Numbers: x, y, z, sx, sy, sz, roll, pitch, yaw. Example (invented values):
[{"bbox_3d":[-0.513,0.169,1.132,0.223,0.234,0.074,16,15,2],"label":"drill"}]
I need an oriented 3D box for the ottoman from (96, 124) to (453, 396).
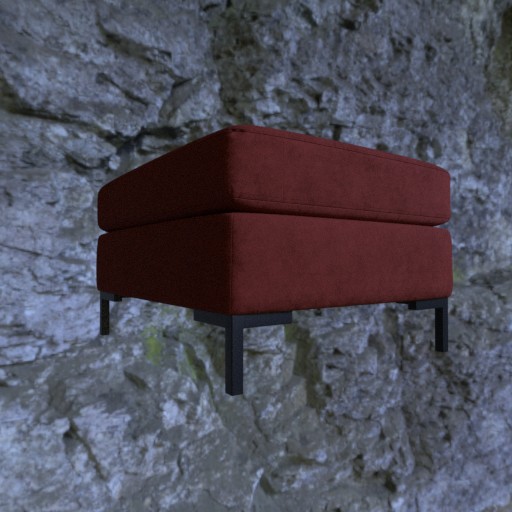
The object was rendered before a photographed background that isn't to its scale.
[{"bbox_3d":[0.000,0.000,1.188,0.650,0.462,0.782,0,-1,-35],"label":"ottoman"}]
